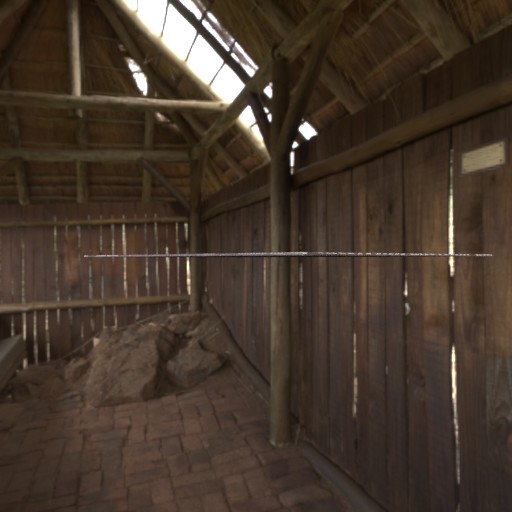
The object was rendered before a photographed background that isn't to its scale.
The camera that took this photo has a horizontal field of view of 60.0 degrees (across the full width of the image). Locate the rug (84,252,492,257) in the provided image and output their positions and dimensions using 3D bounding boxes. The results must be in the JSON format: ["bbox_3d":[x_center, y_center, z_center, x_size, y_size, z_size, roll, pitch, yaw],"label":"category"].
[{"bbox_3d":[0.000,0.000,3.008,1.517,0.011,2.435,0,0,-39],"label":"rug"}]
